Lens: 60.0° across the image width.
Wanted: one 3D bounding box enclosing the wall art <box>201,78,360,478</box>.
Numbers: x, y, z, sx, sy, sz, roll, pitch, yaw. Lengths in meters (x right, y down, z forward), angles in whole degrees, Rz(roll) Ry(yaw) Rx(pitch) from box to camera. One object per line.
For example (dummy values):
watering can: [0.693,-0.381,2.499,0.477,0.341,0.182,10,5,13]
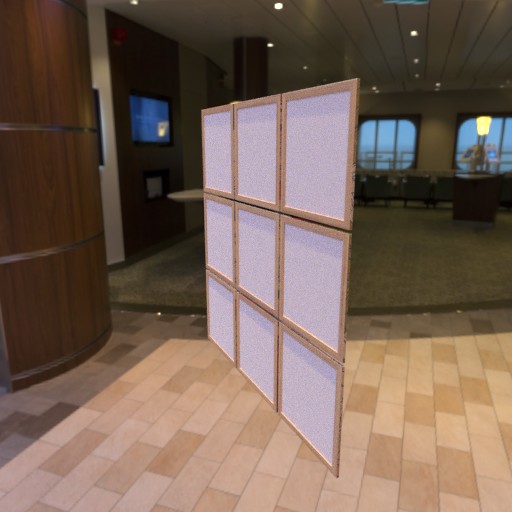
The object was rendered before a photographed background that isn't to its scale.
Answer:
wall art: [0.000,0.000,2.292,0.013,1.534,1.519,-7,16,-25]
